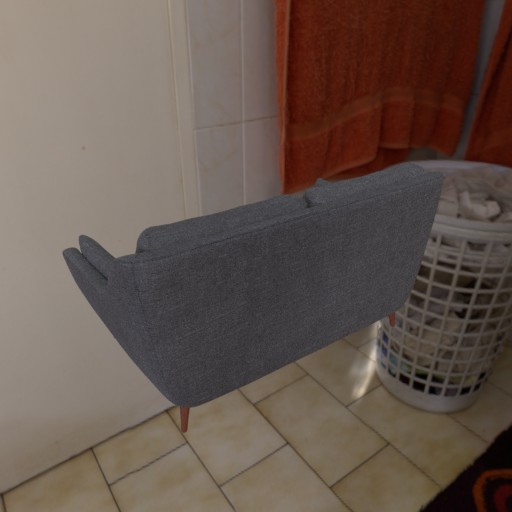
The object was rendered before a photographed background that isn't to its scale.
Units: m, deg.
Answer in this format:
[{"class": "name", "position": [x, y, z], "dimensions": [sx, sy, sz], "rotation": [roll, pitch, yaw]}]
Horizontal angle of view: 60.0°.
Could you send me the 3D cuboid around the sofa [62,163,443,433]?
[{"class": "sofa", "position": [0.000, 0.000, 2.222], "dimensions": [1.646, 0.887, 0.976], "rotation": [-18, 33, -29]}]
